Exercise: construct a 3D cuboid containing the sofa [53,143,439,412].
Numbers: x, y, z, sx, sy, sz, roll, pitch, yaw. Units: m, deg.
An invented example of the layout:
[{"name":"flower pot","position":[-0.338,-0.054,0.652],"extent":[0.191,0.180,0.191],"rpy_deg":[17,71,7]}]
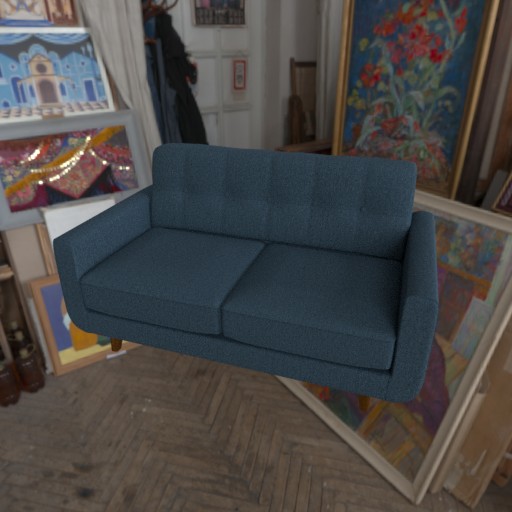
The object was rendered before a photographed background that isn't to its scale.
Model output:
[{"name":"sofa","position":[0.000,0.000,2.211],"extent":[1.651,0.896,0.942],"rpy_deg":[9,27,17]}]
